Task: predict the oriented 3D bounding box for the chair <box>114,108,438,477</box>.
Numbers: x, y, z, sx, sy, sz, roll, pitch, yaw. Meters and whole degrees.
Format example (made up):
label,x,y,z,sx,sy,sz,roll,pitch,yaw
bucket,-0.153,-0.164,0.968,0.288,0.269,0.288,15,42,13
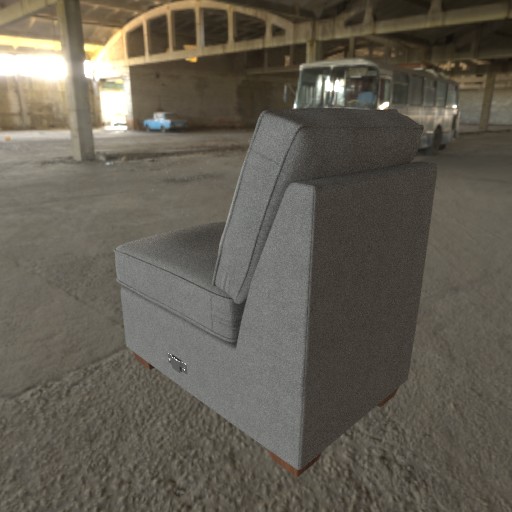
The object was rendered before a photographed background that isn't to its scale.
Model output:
label,x,y,z,sx,sy,sz,roll,pitch,yaw
chair,0.000,0.000,1.531,0.621,0.970,0.938,-17,25,-42
